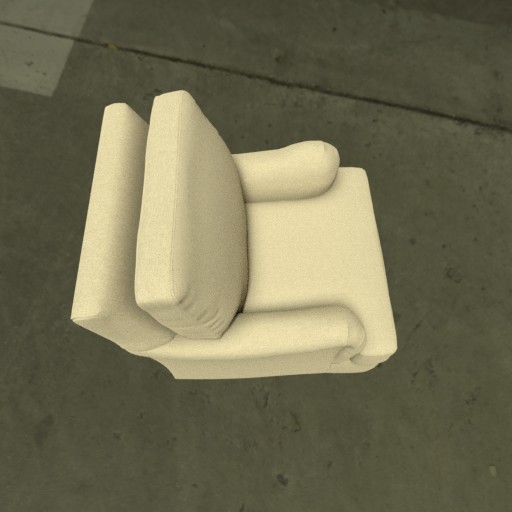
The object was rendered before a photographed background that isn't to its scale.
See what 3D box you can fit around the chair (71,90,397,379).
[{"bbox_3d":[0.000,0.000,1.831,1.078,1.076,0.895,-2,63,-1],"label":"chair"}]
